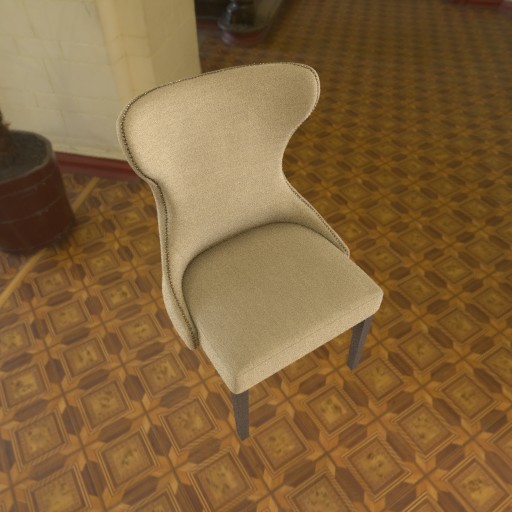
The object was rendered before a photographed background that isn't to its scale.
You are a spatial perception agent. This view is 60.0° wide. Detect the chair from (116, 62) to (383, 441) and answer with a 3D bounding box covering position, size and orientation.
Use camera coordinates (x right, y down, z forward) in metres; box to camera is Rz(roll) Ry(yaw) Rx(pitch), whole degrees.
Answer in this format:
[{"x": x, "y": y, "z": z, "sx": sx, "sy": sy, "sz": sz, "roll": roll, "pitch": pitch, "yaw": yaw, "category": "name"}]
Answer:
[{"x": 0.000, "y": 0.000, "z": 1.404, "sx": 0.628, "sy": 0.967, "sz": 0.635, "roll": -25, "pitch": 51, "yaw": -22, "category": "chair"}]
